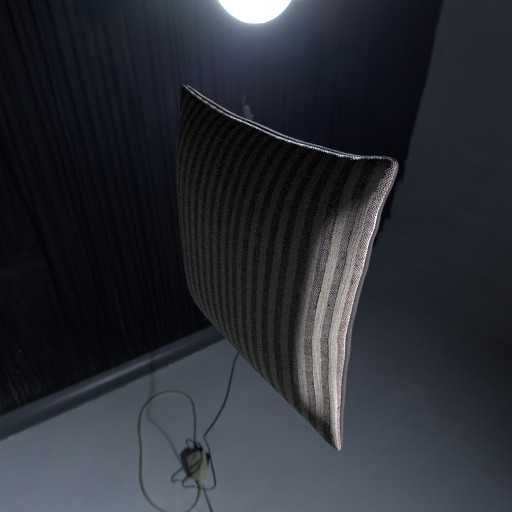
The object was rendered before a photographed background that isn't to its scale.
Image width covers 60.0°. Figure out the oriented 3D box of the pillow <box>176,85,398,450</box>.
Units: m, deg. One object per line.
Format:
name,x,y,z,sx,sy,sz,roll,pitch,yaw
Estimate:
pillow,0.000,0.000,0.793,0.166,0.506,0.523,-20,37,-29
